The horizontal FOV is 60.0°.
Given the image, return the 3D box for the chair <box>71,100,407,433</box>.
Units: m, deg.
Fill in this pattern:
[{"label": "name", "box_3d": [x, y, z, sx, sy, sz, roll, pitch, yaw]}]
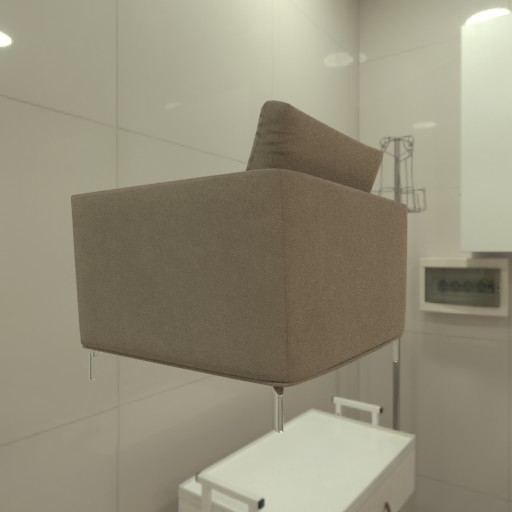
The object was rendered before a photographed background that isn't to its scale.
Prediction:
[{"label": "chair", "box_3d": [0.000, 0.000, 1.677, 0.889, 0.864, 1.041, 0, 0, 36]}]
